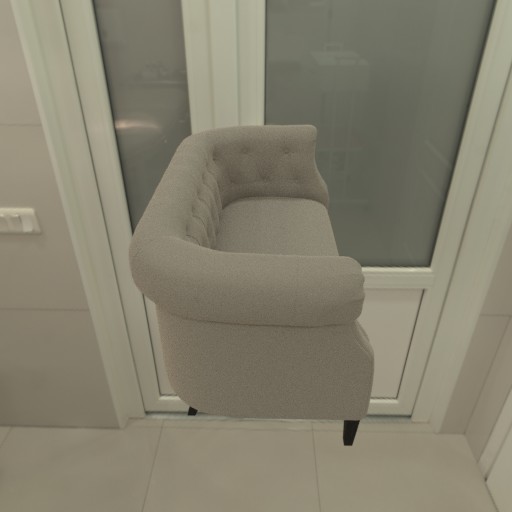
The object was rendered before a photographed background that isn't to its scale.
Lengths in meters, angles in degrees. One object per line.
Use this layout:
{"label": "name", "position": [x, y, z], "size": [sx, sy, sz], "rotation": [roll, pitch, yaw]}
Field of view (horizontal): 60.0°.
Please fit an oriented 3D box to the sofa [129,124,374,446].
{"label": "sofa", "position": [0.000, 0.000, 2.047], "size": [0.835, 0.827, 1.558], "rotation": [1, 32, 1]}
